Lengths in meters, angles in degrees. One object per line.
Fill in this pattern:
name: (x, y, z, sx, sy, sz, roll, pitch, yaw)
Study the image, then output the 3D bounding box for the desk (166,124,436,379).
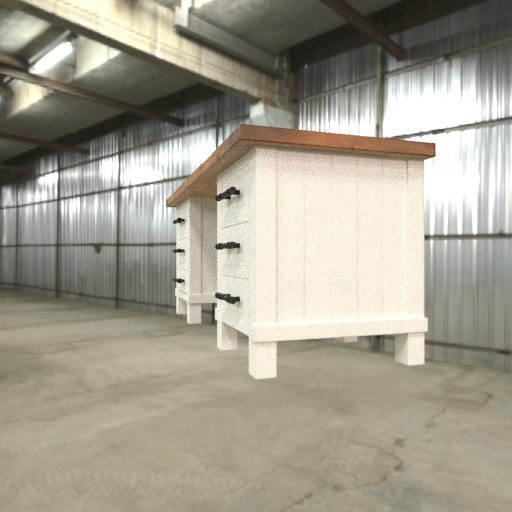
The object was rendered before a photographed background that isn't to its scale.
desk: (0.000, 0.000, 2.251, 0.688, 0.760, 1.803, 0, 0, -18)
